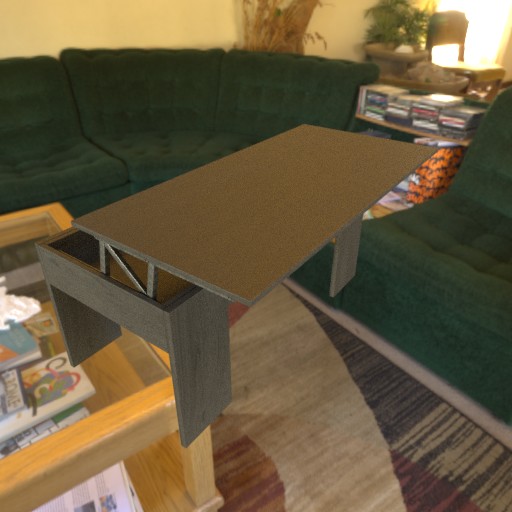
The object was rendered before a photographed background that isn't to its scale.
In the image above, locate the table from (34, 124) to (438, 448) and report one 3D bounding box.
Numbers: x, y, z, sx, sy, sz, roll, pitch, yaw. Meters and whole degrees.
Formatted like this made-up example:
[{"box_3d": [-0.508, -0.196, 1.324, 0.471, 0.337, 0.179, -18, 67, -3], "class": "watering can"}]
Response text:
[{"box_3d": [0.000, 0.000, 1.396, 0.711, 0.570, 1.000, 21, 37, 30], "class": "table"}]
